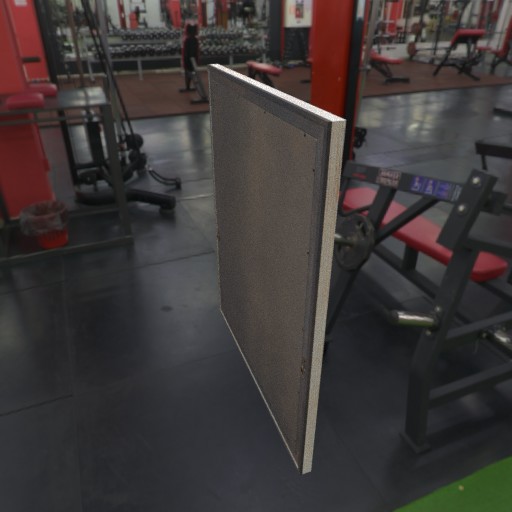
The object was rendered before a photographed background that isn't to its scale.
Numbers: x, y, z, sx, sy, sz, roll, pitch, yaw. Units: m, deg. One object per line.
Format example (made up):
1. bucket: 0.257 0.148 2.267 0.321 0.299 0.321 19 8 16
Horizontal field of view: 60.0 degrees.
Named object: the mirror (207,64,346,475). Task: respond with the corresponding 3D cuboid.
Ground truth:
1. mirror: 0.000 0.000 1.205 0.032 0.882 0.730 -10 32 -17
